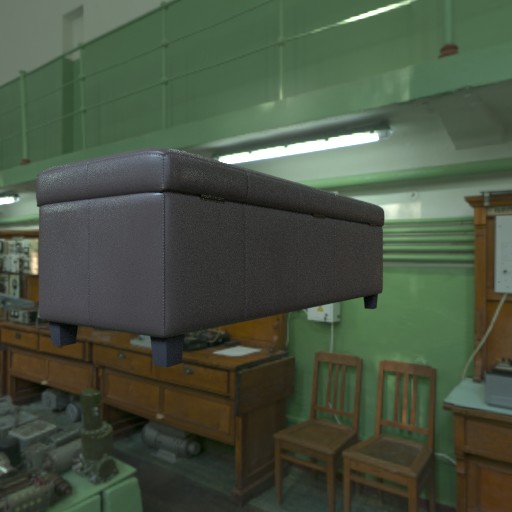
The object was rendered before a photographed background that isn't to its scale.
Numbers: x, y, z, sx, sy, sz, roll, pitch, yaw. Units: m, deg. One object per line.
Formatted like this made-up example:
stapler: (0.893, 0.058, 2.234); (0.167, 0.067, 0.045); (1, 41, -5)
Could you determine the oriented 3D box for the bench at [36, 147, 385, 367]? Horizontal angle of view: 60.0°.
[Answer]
bench: (0.000, 0.000, 1.404); (0.450, 0.417, 1.219); (0, 0, 34)
